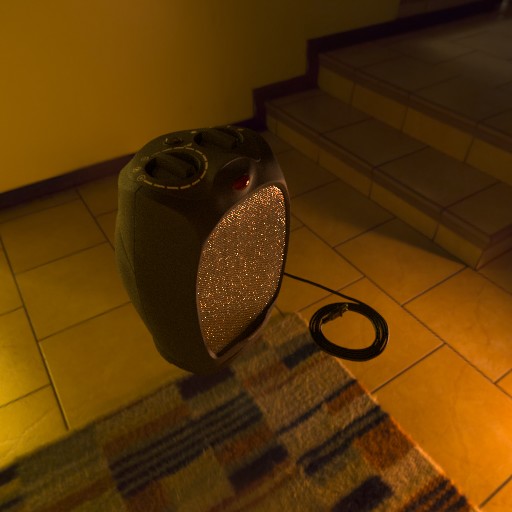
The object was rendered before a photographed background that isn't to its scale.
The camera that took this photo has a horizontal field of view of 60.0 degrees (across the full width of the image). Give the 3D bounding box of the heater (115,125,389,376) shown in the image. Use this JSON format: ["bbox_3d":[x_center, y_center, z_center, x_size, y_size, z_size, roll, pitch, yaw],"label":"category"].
[{"bbox_3d":[0.000,0.000,0.481,0.291,0.255,0.239,27,49,26],"label":"heater"}]
